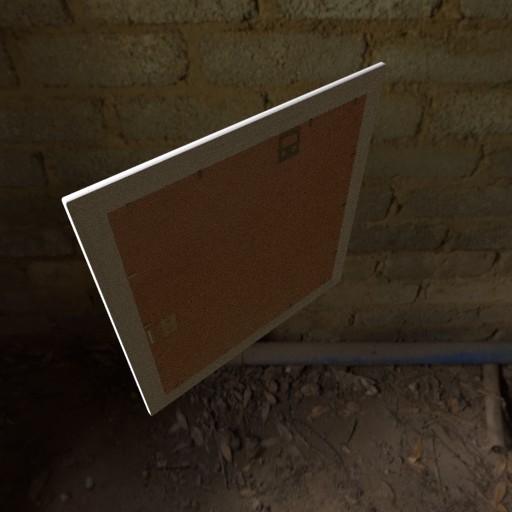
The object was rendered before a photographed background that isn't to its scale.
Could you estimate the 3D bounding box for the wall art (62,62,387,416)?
[{"bbox_3d":[0.000,0.000,0.857,0.584,0.584,0.013,-31,54,-26],"label":"wall art"}]
